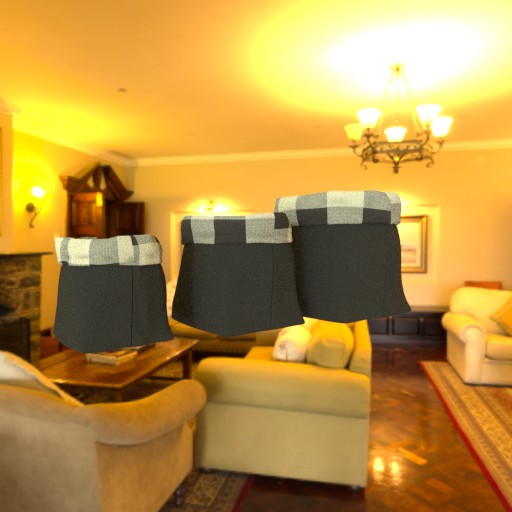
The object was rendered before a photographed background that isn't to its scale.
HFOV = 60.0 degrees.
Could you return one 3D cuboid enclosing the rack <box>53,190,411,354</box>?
[{"bbox_3d":[0.000,0.000,1.084,0.889,0.329,0.370,-1,1,-36],"label":"rack"}]
